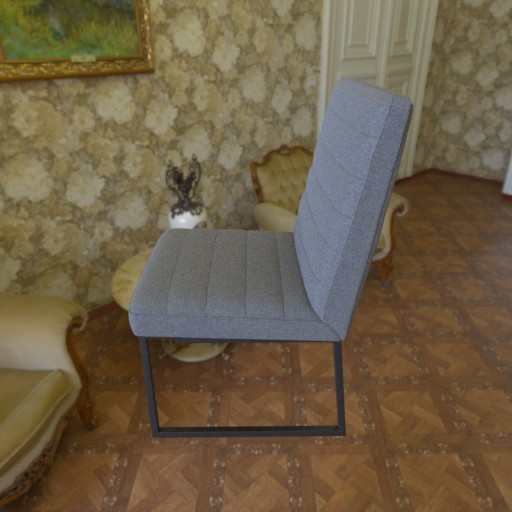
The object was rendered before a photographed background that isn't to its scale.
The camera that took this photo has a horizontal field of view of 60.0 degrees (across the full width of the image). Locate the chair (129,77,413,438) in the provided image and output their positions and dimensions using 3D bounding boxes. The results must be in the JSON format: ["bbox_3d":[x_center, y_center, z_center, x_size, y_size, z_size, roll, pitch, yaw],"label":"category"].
[{"bbox_3d":[0.000,0.000,1.277,0.634,0.930,0.520,0,26,-1],"label":"chair"}]
